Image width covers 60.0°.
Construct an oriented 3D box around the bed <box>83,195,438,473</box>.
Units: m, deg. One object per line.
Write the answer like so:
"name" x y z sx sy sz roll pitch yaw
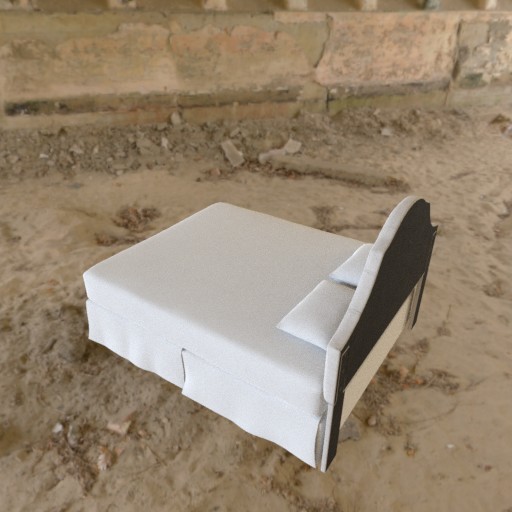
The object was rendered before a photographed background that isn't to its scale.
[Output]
"bed" 0.000 0.000 3.861 2.477 1.617 2.039 19 35 30
